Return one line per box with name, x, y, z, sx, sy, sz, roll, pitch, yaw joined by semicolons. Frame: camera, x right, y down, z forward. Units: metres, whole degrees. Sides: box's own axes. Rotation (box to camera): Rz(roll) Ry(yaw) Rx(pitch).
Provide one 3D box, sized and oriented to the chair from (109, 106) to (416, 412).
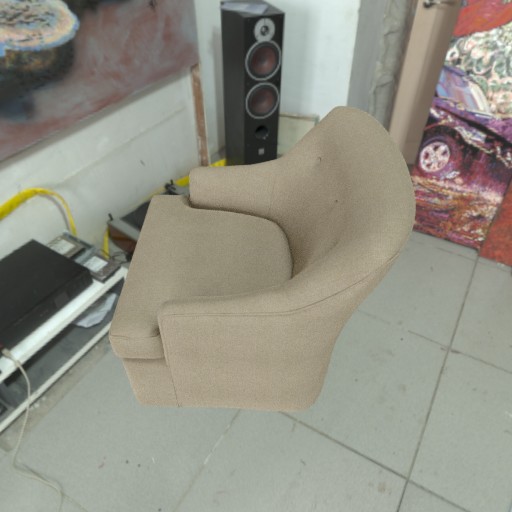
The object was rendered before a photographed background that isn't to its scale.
chair;0.000;0.000;1.626;0.923;0.856;0.864;1;42;1
